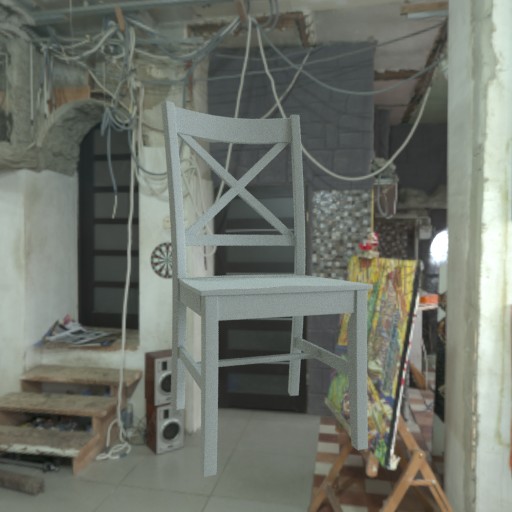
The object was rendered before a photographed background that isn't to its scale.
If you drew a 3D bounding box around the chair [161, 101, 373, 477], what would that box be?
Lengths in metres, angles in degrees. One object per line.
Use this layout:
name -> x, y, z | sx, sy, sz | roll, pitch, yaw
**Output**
chair -> 0.000, 0.000, 1.305 | 0.485, 0.983, 0.542 | -1, 2, -19
